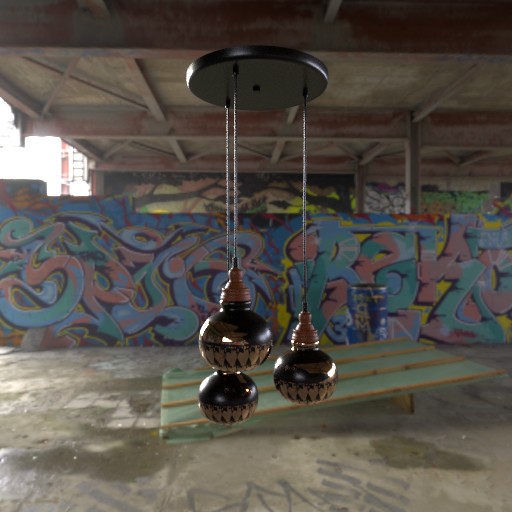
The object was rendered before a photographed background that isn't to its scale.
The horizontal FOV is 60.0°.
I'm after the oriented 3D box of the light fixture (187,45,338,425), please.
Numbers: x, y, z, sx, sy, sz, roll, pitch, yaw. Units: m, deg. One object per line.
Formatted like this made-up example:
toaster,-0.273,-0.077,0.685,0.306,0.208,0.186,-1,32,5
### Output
light fixture,0.000,0.000,1.738,0.608,1.410,0.605,0,0,18
